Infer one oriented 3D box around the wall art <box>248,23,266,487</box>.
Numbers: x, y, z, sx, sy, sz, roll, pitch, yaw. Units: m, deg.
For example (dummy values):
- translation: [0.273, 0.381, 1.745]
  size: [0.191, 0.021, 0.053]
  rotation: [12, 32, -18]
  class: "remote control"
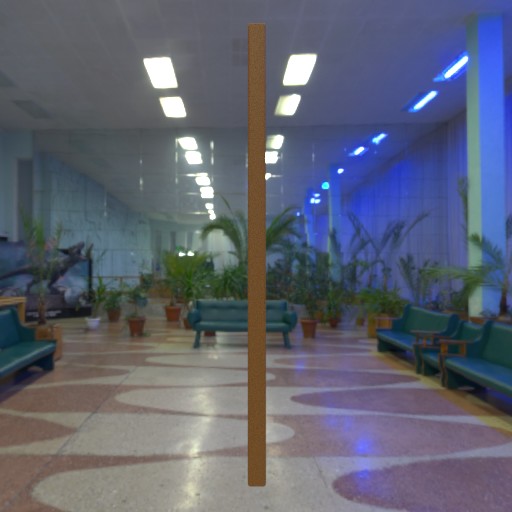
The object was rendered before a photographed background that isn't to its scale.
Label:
- translation: [0.000, 0.000, 0.754]
  size: [0.022, 0.553, 0.452]
  rotation: [0, -1, 0]
  class: "wall art"
